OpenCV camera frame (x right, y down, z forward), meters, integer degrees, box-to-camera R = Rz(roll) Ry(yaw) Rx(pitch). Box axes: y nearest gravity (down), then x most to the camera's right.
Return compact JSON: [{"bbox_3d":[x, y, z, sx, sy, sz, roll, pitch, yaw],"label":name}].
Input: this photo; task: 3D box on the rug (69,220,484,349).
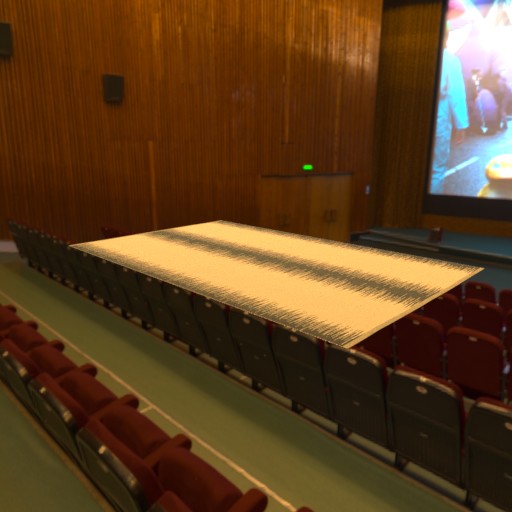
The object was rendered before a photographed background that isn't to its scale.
[{"bbox_3d":[0.000,0.000,3.022,2.453,0.003,1.519,14,20,42],"label":"rug"}]
